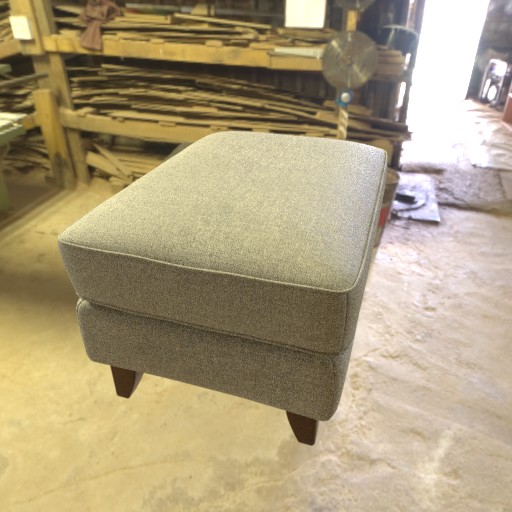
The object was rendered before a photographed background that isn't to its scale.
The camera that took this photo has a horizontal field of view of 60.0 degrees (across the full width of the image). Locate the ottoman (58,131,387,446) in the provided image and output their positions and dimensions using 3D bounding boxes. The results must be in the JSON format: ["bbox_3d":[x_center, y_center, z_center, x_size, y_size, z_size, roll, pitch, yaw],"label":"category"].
[{"bbox_3d":[0.000,0.000,1.310,0.661,0.561,0.889,9,32,15],"label":"ottoman"}]
